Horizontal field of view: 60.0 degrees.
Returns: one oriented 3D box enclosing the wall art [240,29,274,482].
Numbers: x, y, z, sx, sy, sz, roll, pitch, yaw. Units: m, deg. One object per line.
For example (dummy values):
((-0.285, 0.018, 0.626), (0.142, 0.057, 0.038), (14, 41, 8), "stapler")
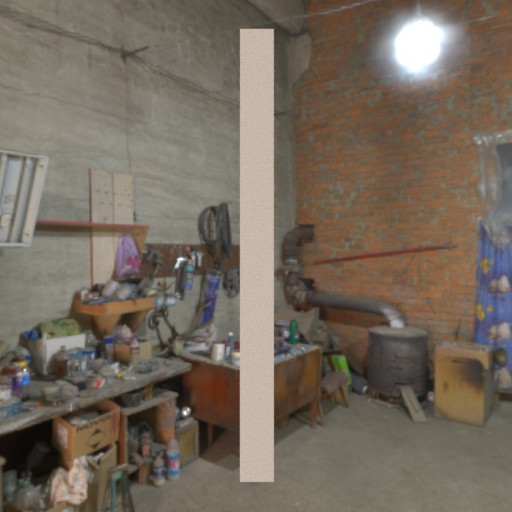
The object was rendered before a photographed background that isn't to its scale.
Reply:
((0.000, 0.000, 1.907), (0.098, 1.291, 1.289), (0, 0, 0), "wall art")
